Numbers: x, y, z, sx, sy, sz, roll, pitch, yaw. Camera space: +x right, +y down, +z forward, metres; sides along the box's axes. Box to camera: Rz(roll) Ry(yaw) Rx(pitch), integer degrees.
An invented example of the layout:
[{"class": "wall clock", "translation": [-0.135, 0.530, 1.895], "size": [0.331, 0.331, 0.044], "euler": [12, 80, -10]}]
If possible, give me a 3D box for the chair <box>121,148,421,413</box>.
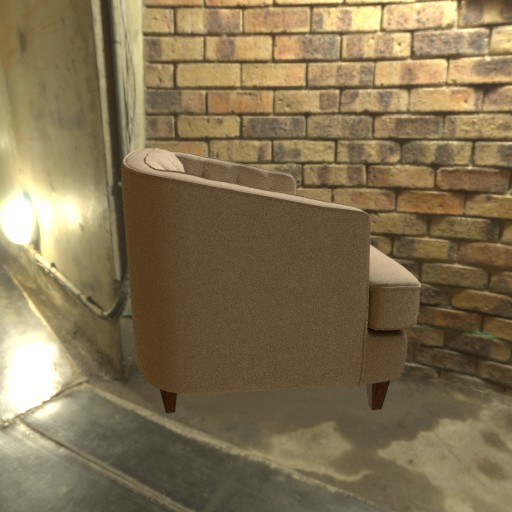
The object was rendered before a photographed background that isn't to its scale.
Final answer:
[{"class": "chair", "translation": [0.000, 0.000, 1.820], "size": [0.941, 0.852, 1.104], "euler": [-2, 17, -8]}]
